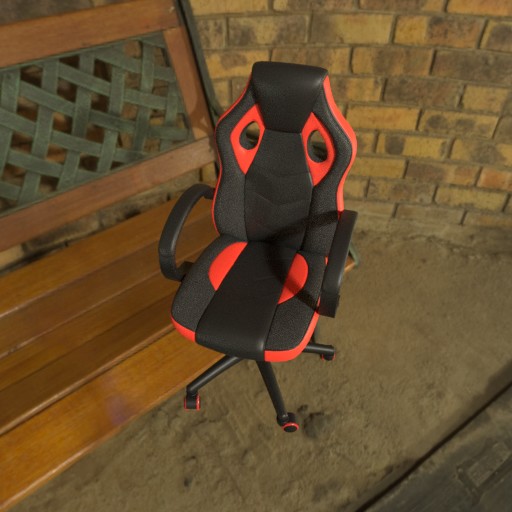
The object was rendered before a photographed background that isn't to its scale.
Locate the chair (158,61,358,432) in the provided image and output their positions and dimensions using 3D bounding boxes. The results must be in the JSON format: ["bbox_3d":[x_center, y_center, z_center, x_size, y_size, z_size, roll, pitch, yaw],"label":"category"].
[{"bbox_3d":[0.000,0.000,1.409,0.600,1.016,0.642,12,43,13],"label":"chair"}]
